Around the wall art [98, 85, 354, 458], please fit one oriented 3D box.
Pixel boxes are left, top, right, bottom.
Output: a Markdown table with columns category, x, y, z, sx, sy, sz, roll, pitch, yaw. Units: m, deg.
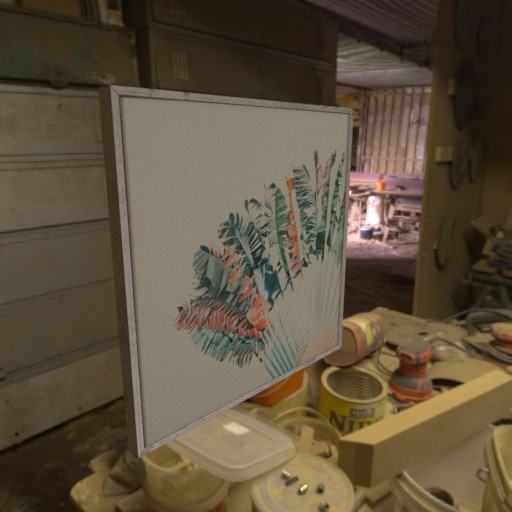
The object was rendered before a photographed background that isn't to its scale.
| category | x | y | z | sx | sy | sz | roll | pitch | yaw |
| --- | --- | --- | --- | --- | --- | --- | --- | --- | --- |
| wall art | 0.000 | 0.000 | 0.760 | 0.508 | 0.506 | 0.029 | -14 | 20 | -43 |
